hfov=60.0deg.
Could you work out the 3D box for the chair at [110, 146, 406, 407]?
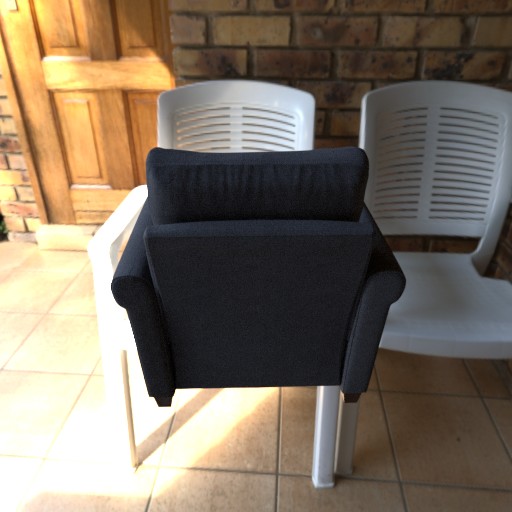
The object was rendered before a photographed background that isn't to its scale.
[{"bbox_3d":[0.000,0.000,1.623,0.867,0.942,0.828,-1,30,-1],"label":"chair"}]
